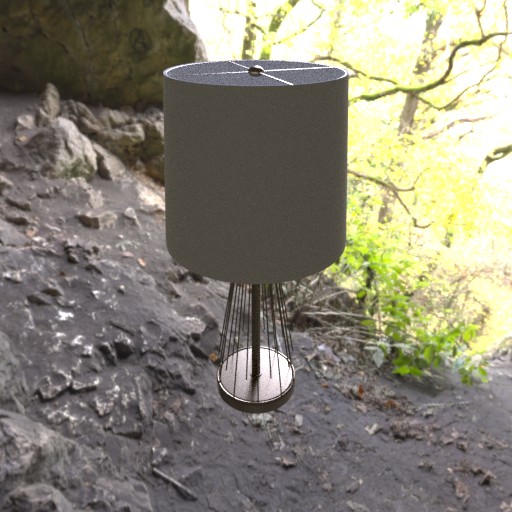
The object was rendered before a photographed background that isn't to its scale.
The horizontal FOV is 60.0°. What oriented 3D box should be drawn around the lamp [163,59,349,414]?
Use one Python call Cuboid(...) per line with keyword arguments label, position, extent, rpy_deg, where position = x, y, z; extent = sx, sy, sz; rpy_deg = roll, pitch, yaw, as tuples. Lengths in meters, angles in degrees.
Cuboid(label="lamp", position=(0.000, 0.000, 0.778), extent=(0.303, 0.618, 0.303), rpy_deg=(0, 30, 0))
